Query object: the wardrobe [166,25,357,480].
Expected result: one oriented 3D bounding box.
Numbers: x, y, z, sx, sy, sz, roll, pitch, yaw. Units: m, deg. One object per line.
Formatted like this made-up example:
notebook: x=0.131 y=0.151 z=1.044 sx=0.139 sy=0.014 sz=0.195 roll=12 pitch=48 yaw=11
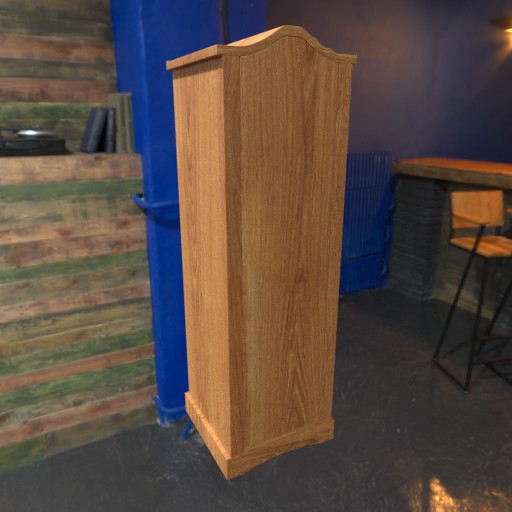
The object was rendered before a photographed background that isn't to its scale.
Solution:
wardrobe: x=0.000 y=0.000 z=2.083 sx=0.590 sy=1.870 sz=0.570 roll=-9 pitch=19 yaw=-26
